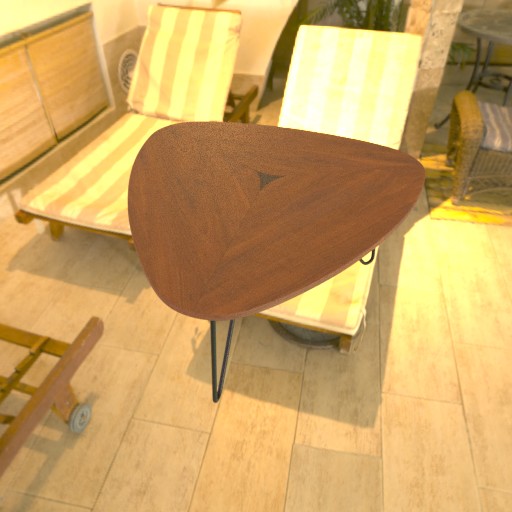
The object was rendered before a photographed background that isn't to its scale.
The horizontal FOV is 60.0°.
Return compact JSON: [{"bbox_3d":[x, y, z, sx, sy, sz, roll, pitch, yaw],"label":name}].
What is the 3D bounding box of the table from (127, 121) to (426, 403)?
[{"bbox_3d":[0.000,0.000,1.275,0.833,0.413,0.821,11,43,12],"label":"table"}]
